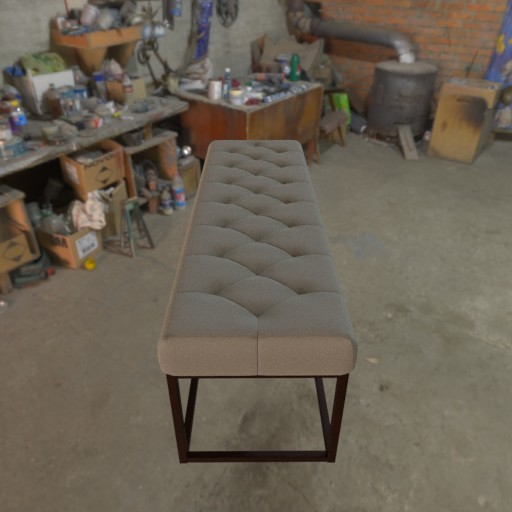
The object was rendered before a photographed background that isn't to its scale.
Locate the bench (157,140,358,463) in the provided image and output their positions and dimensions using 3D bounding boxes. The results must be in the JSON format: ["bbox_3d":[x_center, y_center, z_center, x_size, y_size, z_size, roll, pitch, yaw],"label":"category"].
[{"bbox_3d":[0.000,0.000,1.762,0.479,0.488,1.488,0,32,0],"label":"bench"}]
